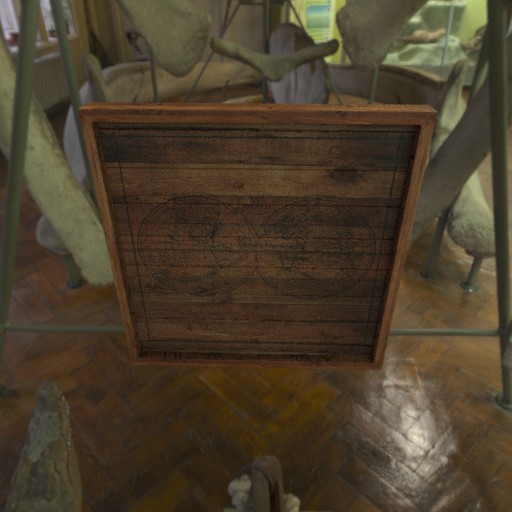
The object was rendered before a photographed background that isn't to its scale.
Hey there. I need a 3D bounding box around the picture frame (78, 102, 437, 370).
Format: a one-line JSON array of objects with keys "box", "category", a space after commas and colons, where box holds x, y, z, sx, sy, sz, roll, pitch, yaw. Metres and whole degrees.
[{"box": [0.000, 0.000, 0.540, 0.352, 0.356, 0.028, 1, 33, 2], "category": "picture frame"}]
